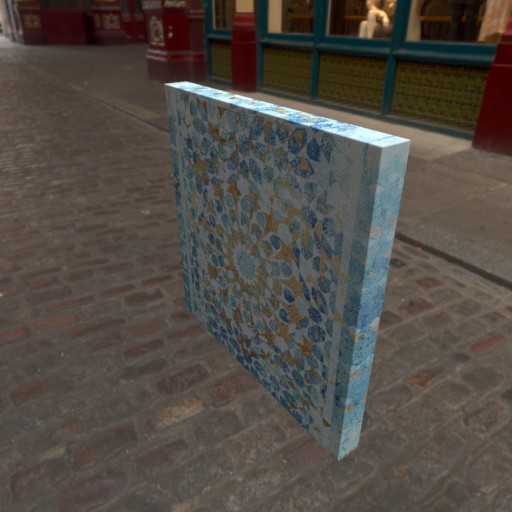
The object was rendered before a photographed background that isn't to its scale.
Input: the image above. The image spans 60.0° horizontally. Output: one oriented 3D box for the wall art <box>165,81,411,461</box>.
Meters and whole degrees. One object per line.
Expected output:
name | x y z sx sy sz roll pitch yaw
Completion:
wall art | 0.000 0.000 0.615 0.037 0.405 0.405 -20 35 -31
